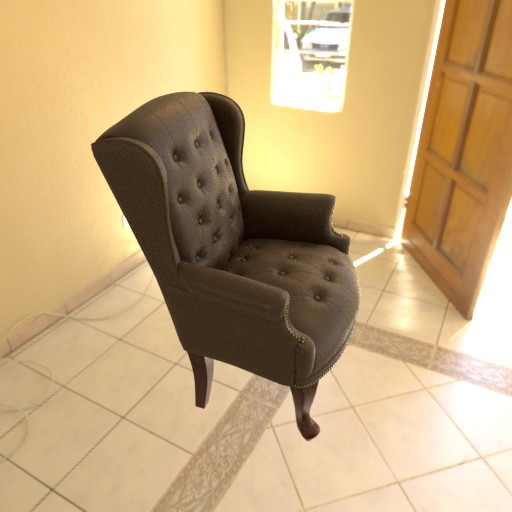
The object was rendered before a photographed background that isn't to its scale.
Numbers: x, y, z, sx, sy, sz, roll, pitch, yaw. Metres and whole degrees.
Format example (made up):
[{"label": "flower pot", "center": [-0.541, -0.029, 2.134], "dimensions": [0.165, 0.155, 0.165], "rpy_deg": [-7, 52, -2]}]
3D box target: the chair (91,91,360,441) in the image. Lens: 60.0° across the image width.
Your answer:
[{"label": "chair", "center": [0.000, 0.000, 1.698], "dimensions": [0.819, 1.132, 0.829], "rpy_deg": [10, 33, 16]}]
